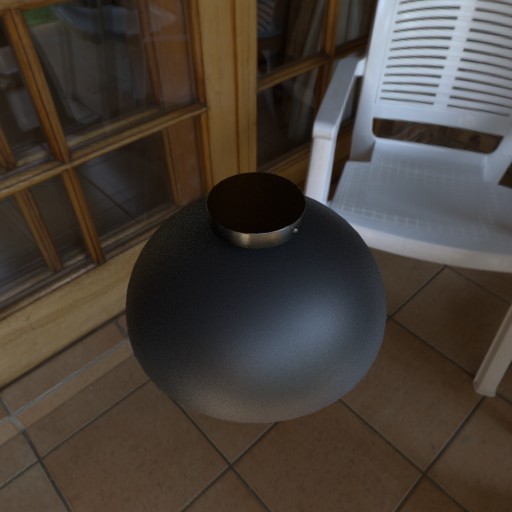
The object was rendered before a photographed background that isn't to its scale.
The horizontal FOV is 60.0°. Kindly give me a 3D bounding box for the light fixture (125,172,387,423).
[{"bbox_3d":[0.000,0.000,0.560,0.355,0.177,0.355,0,45,0],"label":"light fixture"}]
